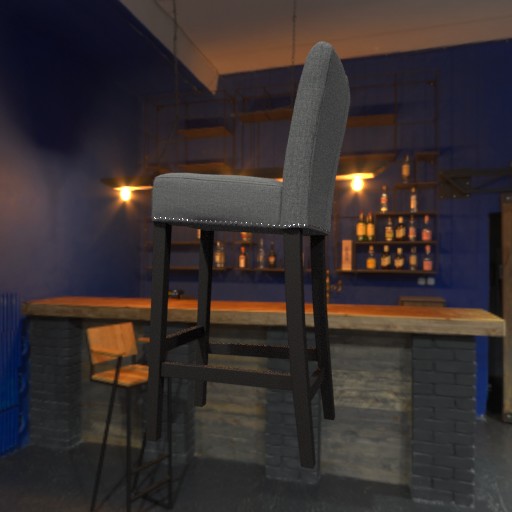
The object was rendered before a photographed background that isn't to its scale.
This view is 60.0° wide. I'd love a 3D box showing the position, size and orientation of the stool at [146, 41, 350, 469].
[{"bbox_3d":[0.000,0.000,1.330,0.548,1.047,0.411,0,0,18],"label":"stool"}]
